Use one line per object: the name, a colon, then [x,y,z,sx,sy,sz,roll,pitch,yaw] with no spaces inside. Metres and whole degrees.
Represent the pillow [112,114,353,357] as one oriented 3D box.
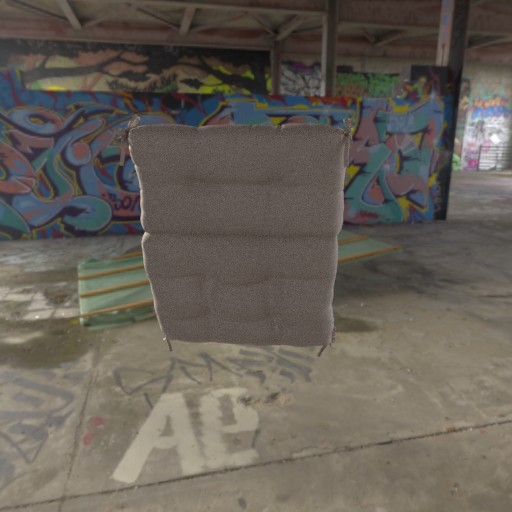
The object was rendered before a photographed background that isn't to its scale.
pillow: [0.000,0.000,1.486,0.526,0.863,1.016,2,15,7]
